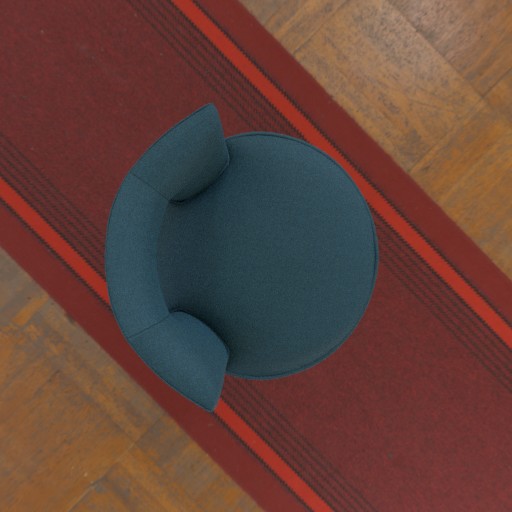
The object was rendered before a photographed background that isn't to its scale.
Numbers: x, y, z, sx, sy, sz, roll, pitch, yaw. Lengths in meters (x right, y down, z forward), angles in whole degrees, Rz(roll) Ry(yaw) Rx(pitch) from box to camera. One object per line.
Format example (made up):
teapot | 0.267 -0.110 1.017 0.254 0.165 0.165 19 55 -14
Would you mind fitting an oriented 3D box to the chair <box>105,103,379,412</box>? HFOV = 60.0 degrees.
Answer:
chair | 0.000 0.000 1.263 0.660 0.711 0.684 0 91 0
